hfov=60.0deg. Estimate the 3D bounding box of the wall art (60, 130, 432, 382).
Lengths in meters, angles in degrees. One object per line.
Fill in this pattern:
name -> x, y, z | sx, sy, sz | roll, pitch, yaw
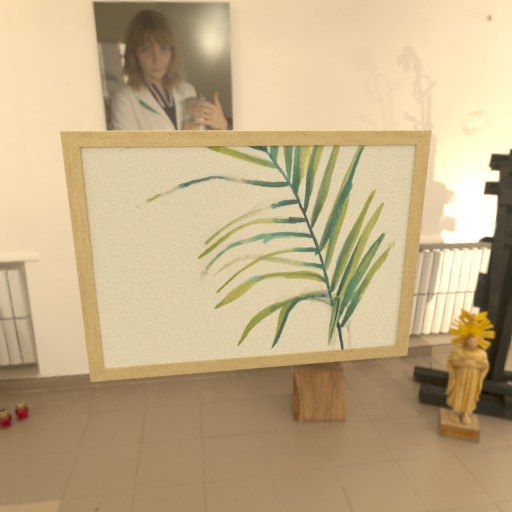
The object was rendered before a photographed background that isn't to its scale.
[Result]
wall art -> 0.000, 0.000, 0.698 | 0.532, 0.380, 0.032 | -3, 17, -9
